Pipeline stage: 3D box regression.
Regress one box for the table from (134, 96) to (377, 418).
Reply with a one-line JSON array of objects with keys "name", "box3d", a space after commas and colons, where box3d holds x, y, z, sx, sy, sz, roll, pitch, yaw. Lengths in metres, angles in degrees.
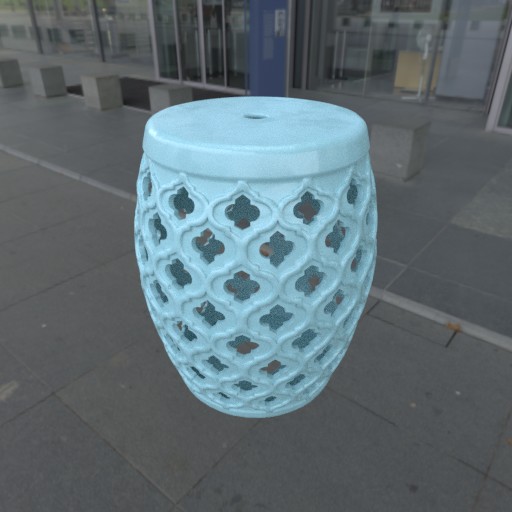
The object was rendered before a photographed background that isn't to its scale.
[{"name": "table", "box3d": [0.000, 0.000, 0.628, 0.325, 0.388, 0.325, 0, 30, 0]}]
